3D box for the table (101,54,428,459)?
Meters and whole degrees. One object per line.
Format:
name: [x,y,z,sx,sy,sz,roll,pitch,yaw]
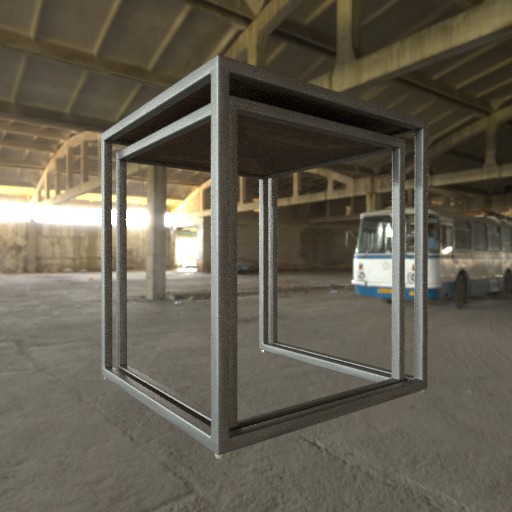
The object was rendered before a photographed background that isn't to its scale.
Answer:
table: [0.000,0.000,0.854,0.450,0.500,0.449,0,0,-37]
